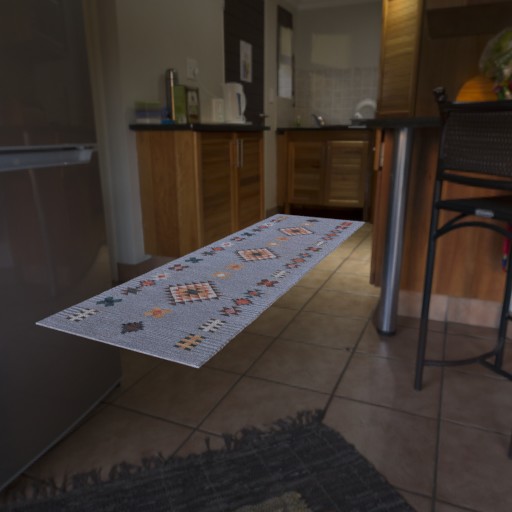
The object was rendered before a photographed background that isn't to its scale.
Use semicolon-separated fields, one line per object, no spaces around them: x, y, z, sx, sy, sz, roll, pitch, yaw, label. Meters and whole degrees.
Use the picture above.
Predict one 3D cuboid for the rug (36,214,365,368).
0.000;0.000;2.643;0.766;0.008;2.432;8;18;25;rug
